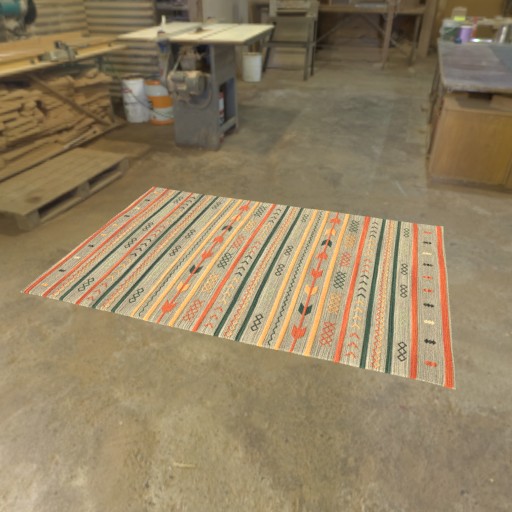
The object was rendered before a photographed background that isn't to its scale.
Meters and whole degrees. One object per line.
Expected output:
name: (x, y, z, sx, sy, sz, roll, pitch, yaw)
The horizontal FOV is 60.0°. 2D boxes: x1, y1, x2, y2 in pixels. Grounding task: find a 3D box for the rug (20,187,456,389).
rug: (0.000, 0.000, 2.245, 1.835, 0.017, 1.220, 10, 34, 15)
